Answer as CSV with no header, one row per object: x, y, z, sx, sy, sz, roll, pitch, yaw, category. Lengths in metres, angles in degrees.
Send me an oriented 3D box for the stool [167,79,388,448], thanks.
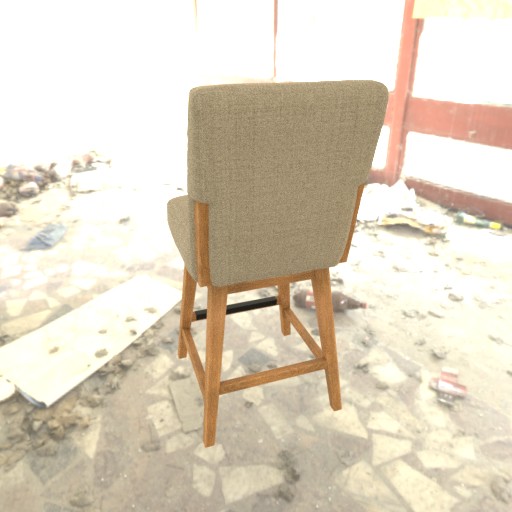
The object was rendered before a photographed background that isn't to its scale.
0.000,0.000,1.320,0.459,1.010,0.526,-9,28,-17,stool
